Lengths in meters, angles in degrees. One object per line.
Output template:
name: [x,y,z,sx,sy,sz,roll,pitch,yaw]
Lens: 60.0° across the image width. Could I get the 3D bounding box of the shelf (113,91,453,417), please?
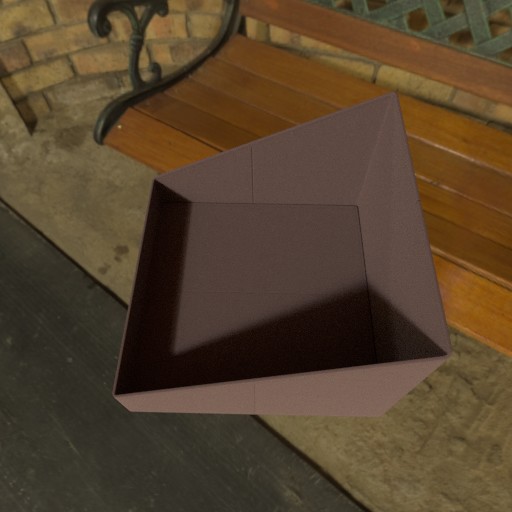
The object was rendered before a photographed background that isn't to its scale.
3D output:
shelf: [0.000,0.000,0.485,0.292,0.210,0.292,1,59,1]
